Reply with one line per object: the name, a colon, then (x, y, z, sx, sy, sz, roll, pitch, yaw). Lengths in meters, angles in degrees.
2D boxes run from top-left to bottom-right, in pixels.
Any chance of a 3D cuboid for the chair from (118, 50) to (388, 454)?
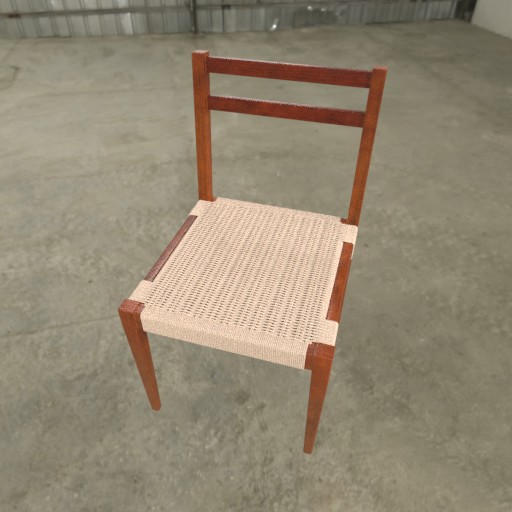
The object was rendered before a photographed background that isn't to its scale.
chair: (0.000, 0.000, 1.175, 0.495, 0.851, 0.569, 11, 41, 13)
